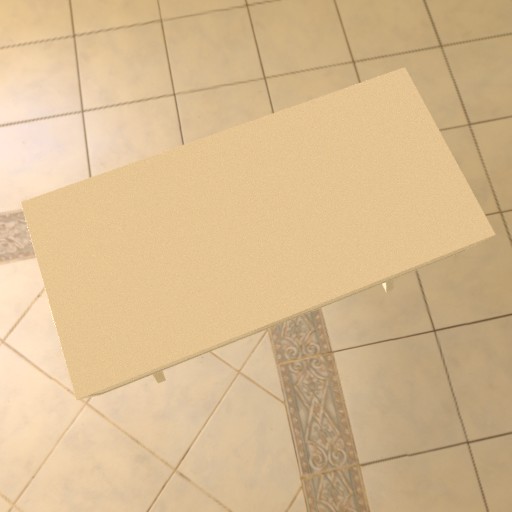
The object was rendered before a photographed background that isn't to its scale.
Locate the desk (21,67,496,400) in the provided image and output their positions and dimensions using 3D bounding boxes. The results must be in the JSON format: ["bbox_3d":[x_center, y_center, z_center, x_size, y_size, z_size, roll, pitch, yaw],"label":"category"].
[{"bbox_3d":[0.000,0.000,1.468,1.059,0.780,0.509,-21,77,-5],"label":"desk"}]
